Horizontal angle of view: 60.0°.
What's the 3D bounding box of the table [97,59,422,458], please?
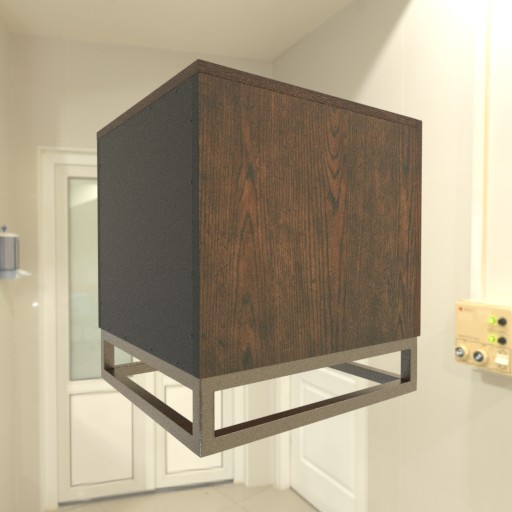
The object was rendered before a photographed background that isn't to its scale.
[{"bbox_3d":[0.000,0.000,1.010,0.566,0.582,0.506,-1,2,-35],"label":"table"}]
